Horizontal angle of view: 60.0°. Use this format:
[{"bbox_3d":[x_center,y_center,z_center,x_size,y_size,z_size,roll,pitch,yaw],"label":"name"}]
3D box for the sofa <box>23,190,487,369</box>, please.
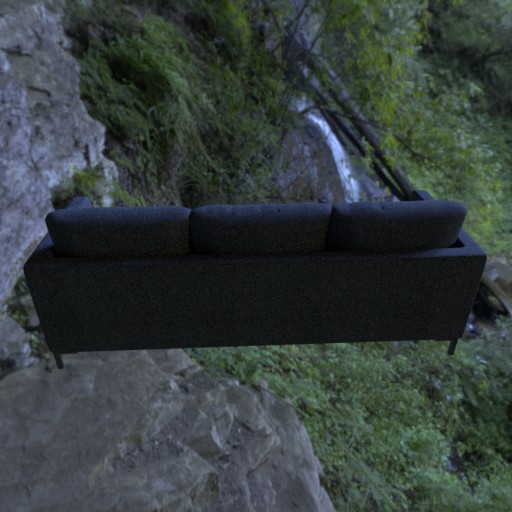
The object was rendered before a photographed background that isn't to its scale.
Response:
[{"bbox_3d":[0.000,0.000,2.562,2.218,0.874,0.859,-1,31,-2],"label":"sofa"}]
